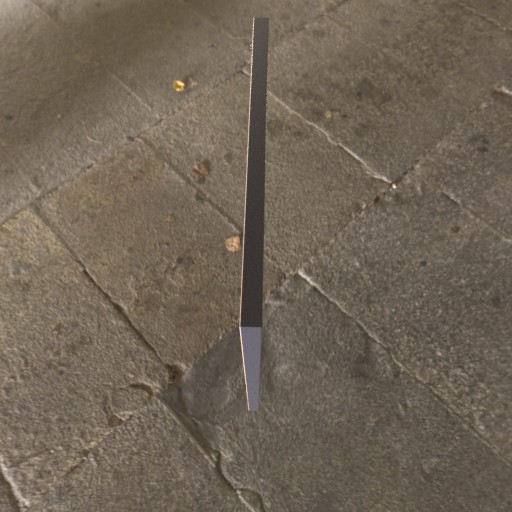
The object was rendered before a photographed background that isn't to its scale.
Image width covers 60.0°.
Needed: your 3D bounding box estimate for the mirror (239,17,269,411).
[{"bbox_3d":[0.000,0.000,1.338,0.040,1.016,0.762,1,64,1],"label":"mirror"}]
